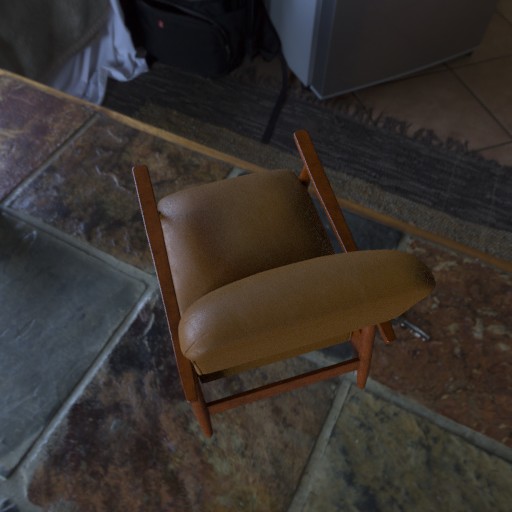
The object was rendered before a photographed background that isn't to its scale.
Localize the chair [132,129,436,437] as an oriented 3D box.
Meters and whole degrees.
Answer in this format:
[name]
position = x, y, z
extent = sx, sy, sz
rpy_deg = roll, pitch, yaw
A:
[chair]
position = 0.000, 0.000, 1.701
extent = 0.762, 1.082, 1.014
rpy_deg = -14, 60, -8
